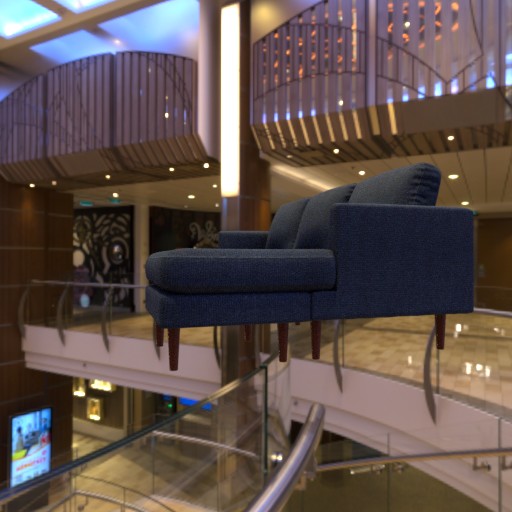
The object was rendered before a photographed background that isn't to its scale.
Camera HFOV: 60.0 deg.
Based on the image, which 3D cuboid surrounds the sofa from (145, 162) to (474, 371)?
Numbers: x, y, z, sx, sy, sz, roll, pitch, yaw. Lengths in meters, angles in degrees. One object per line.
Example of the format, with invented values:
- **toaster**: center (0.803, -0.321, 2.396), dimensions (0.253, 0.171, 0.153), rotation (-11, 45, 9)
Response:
- **sofa**: center (0.000, 0.000, 2.969), dimensions (1.504, 0.956, 2.233), rotation (0, 0, -18)
